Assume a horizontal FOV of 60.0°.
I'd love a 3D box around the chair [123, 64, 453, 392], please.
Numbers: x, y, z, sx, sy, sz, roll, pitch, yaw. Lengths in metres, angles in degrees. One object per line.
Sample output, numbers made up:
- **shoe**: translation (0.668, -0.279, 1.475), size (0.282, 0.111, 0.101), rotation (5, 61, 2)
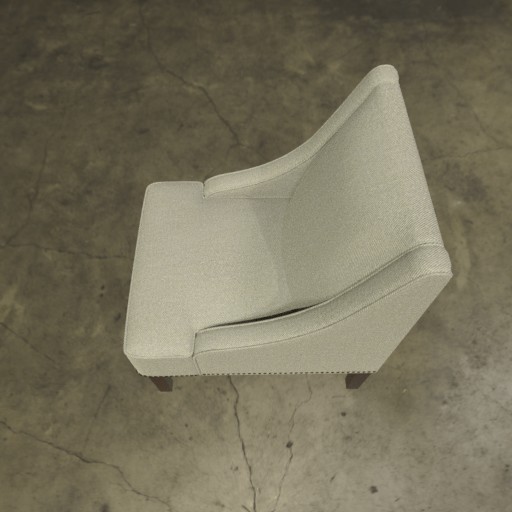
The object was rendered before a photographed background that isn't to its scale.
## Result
- **chair**: translation (0.000, 0.000, 1.344), size (0.748, 0.872, 0.628), rotation (-1, 59, 0)
